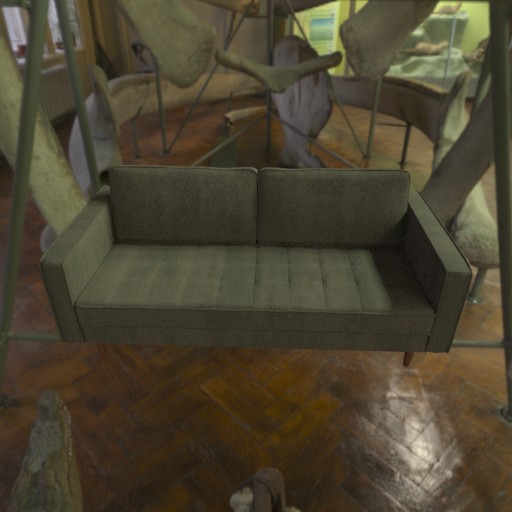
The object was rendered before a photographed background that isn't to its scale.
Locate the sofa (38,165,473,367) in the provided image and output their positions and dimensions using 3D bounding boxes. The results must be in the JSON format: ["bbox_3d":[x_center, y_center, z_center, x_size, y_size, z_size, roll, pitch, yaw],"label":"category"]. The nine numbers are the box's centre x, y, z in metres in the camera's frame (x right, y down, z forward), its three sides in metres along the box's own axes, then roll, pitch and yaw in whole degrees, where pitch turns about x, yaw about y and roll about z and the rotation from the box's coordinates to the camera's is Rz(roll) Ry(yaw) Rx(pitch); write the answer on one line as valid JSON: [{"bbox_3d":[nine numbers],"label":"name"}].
[{"bbox_3d":[0.000,0.000,2.396,1.920,0.825,0.924,1,31,2],"label":"sofa"}]
